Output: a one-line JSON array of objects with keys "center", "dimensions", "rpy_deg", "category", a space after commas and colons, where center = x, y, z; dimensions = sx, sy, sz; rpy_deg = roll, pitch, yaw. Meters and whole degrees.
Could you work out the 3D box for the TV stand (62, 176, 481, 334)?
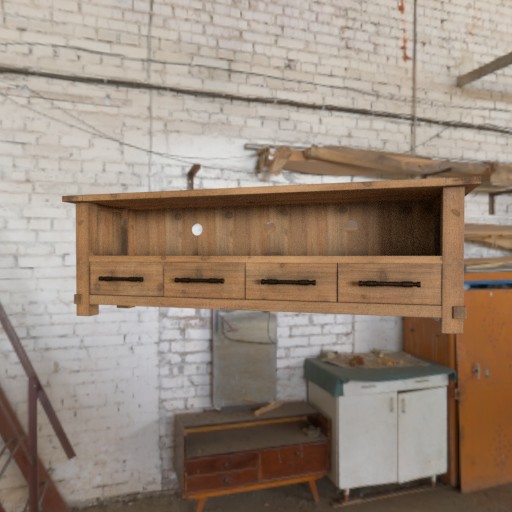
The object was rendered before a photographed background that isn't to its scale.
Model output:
[{"center": [0.000, 0.000, 2.041], "dimensions": [1.804, 0.573, 0.453], "rpy_deg": [0, 0, 17], "category": "TV stand"}]
